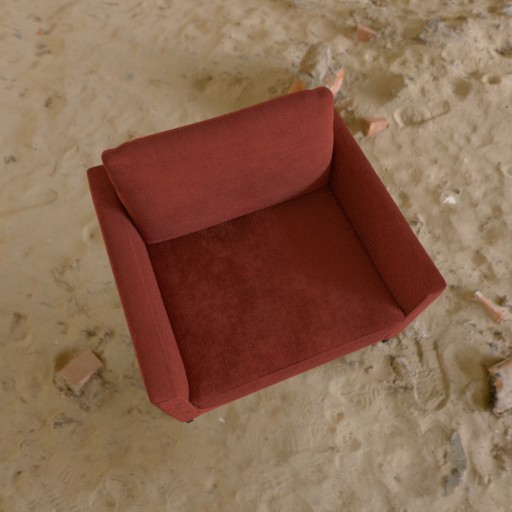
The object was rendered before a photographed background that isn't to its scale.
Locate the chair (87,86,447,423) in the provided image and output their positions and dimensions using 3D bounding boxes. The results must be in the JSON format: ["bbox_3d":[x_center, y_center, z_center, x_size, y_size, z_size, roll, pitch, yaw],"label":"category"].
[{"bbox_3d":[0.000,0.000,1.624,0.964,0.812,0.875,-20,65,-9],"label":"chair"}]
